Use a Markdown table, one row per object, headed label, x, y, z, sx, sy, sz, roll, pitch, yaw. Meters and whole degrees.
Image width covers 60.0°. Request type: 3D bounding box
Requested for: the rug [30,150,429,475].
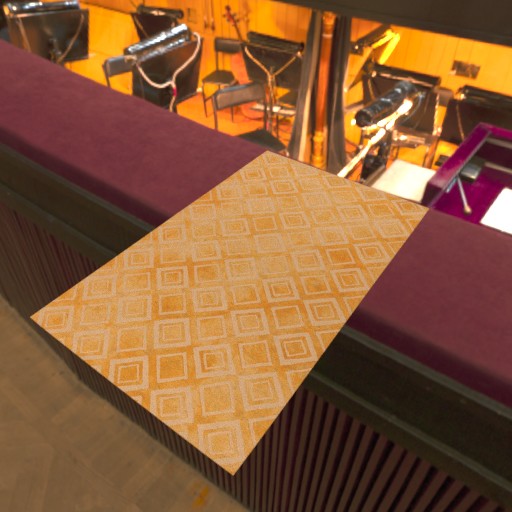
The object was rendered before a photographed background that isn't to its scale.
| label | x | y | z | sx | sy | sz | roll | pitch | yaw |
| --- | --- | --- | --- | --- | --- | --- | --- | --- | --- |
| rug | 0.000 | 0.000 | 2.976 | 1.511 | 0.010 | 2.424 | 26 | 48 | 26 |
